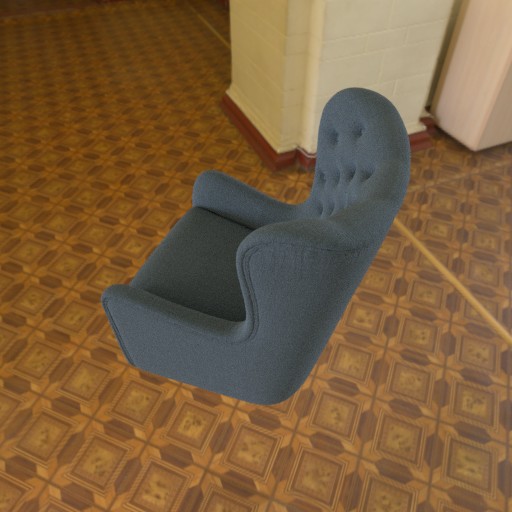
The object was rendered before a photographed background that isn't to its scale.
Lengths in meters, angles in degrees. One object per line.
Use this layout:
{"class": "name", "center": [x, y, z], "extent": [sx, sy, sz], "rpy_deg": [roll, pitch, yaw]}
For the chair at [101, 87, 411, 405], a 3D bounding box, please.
{"class": "chair", "center": [0.000, 0.000, 1.705], "extent": [0.930, 1.079, 0.831], "rpy_deg": [16, 48, 15]}
